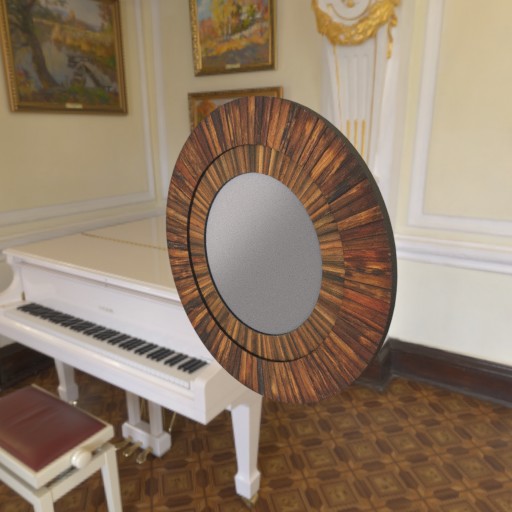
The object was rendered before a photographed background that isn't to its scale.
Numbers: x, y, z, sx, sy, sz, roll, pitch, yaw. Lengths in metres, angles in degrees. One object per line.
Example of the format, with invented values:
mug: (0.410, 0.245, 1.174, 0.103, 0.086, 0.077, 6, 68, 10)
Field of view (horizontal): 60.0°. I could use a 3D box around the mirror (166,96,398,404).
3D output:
mirror: (0.000, 0.000, 1.587, 1.077, 1.077, 0.036, 15, 21, 43)
